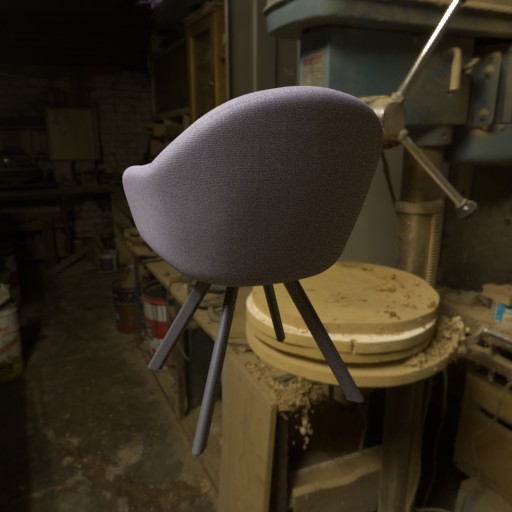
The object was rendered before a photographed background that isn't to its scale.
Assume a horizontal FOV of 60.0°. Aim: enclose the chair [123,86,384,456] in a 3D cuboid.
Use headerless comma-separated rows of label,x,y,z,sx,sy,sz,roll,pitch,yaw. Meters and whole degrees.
chair,0.000,0.000,1.163,0.590,0.795,0.550,-7,17,-25
